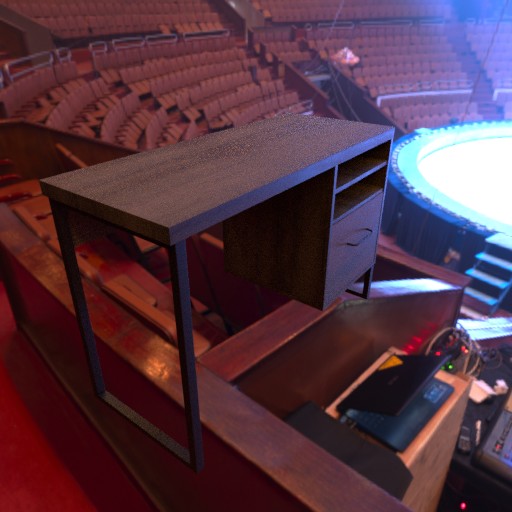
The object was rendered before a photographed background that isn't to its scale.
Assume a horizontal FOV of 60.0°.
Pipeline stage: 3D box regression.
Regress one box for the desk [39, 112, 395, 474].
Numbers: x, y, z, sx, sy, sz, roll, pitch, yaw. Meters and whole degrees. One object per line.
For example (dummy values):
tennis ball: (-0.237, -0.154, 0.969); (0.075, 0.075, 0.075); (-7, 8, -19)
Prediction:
desk: (0.000, 0.000, 1.552); (0.511, 0.752, 1.134); (20, 34, 32)
